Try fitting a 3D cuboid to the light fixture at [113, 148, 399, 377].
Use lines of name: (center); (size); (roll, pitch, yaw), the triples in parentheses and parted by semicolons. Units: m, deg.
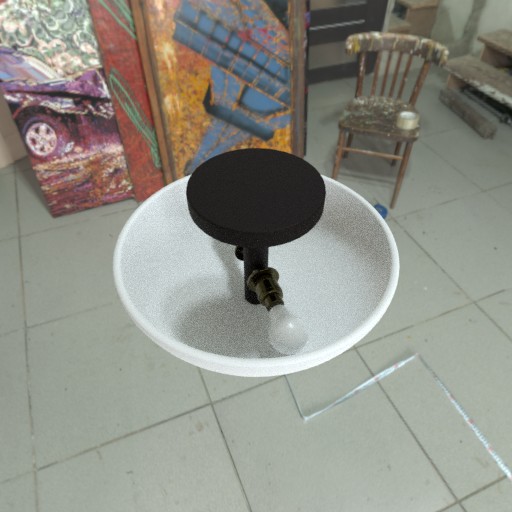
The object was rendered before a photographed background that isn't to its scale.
light fixture: (0.000, 0.000, 0.539); (0.331, 0.212, 0.331); (0, 45, 0)
